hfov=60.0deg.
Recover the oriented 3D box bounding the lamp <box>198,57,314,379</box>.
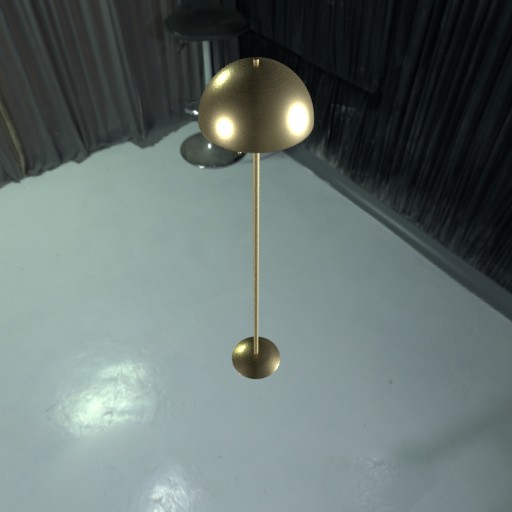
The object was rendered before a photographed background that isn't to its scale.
[{"bbox_3d":[0.000,0.000,1.679,0.328,1.480,0.328,-32,54,-26],"label":"lamp"}]
